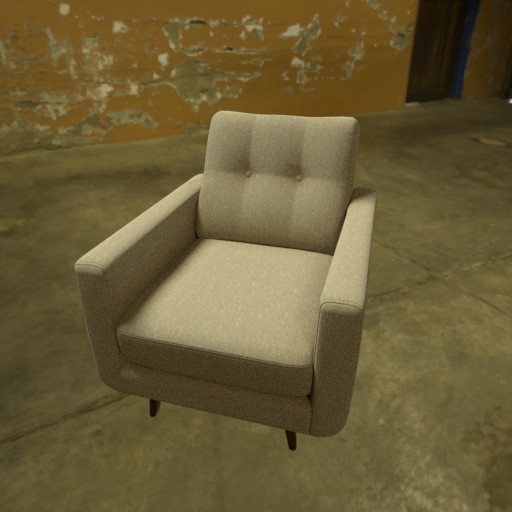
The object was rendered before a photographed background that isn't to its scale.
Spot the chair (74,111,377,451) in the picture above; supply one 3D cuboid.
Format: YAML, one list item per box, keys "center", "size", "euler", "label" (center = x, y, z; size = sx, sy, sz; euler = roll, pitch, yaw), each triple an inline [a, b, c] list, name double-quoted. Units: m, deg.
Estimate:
- center: [0.000, 0.000, 1.791]
  size: [0.897, 0.965, 1.128]
  euler: [8, 28, 14]
  label: "chair"
